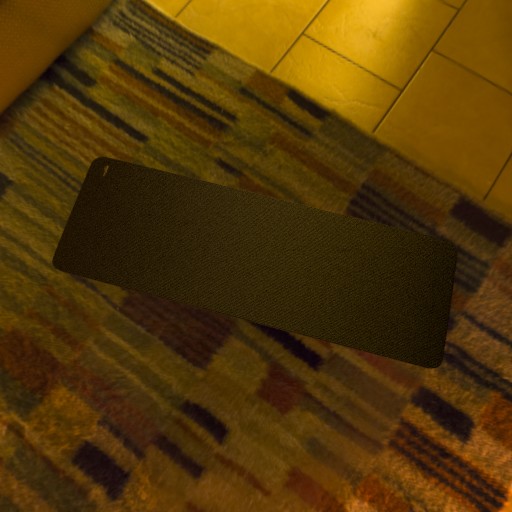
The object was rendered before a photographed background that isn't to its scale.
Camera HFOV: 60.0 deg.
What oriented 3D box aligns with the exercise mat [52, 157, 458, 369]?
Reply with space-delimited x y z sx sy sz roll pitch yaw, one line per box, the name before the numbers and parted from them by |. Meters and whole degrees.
exercise mat | 0.000 0.000 2.116 1.869 0.021 0.616 14 75 4
